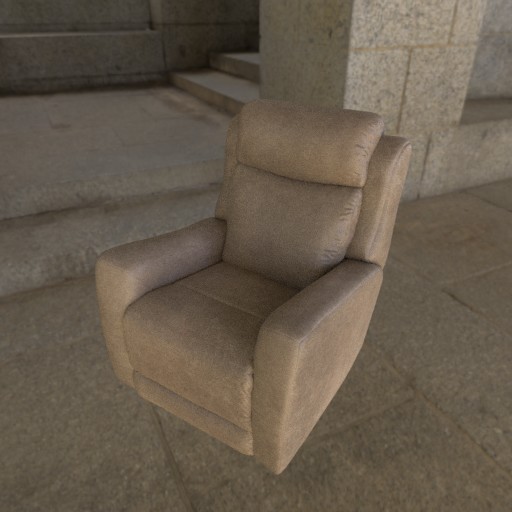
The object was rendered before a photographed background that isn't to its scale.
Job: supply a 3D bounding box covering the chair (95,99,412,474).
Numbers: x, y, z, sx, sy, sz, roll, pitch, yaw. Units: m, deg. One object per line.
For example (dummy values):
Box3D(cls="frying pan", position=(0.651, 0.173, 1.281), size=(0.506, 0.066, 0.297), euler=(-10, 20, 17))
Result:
Box3D(cls="chair", position=(0.000, 0.000, 1.906), size=(0.967, 1.116, 1.068), euler=(19, 35, 29))
